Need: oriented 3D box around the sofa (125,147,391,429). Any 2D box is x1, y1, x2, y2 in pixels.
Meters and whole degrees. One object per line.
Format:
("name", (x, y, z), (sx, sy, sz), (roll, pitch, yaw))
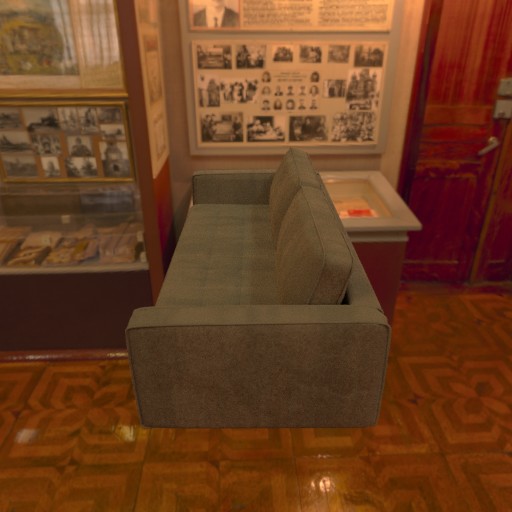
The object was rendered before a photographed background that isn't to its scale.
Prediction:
("sofa", (0.000, 0.000, 2.413), (0.924, 0.825, 1.920), (0, 27, 0))
